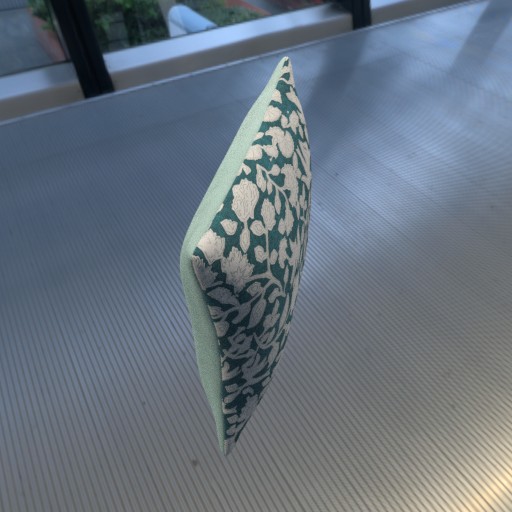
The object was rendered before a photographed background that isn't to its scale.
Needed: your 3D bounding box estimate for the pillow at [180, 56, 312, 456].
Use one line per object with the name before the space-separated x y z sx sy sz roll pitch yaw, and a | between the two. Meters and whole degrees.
pillow | 0.000 0.000 0.797 0.166 0.508 0.525 9 46 9
